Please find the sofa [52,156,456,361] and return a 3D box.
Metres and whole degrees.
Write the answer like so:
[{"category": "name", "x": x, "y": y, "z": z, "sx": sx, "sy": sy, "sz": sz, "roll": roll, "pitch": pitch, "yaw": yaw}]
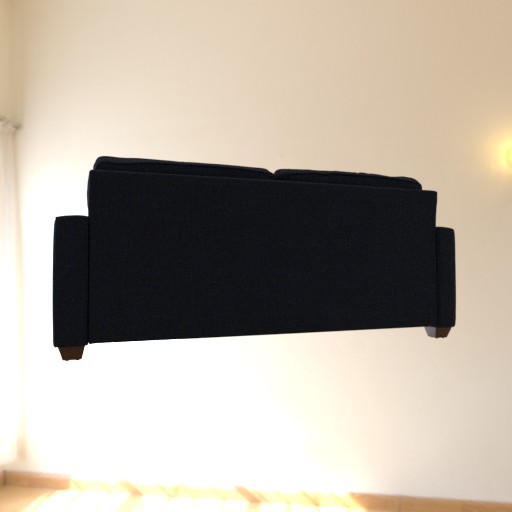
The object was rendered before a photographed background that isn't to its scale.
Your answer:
[{"category": "sofa", "x": 0.000, "y": 0.000, "z": 2.568, "sx": 2.080, "sy": 0.919, "sz": 0.940, "roll": 0, "pitch": -1, "yaw": -18}]
